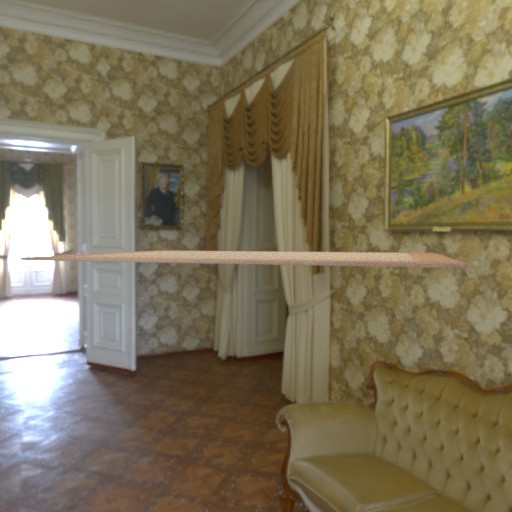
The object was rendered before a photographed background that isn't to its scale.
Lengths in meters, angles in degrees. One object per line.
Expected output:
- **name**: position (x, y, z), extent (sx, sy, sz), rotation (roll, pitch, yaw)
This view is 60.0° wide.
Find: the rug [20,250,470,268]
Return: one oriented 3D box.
- **rug**: position (0.000, 0.000, 2.289), extent (1.829, 0.014, 1.219), rotation (1, 2, 17)
